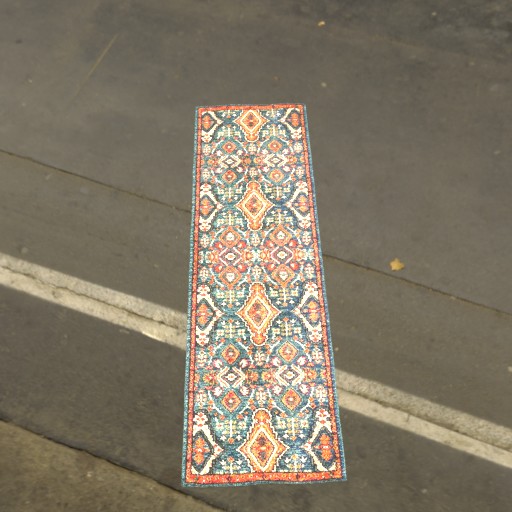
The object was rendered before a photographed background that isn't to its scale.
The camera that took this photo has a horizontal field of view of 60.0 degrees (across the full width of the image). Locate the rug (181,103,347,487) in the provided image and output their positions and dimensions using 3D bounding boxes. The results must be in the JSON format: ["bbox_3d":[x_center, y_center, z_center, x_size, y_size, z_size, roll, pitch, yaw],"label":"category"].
[{"bbox_3d":[0.000,0.000,2.674,0.801,0.010,2.459,-2,64,-1],"label":"rug"}]
